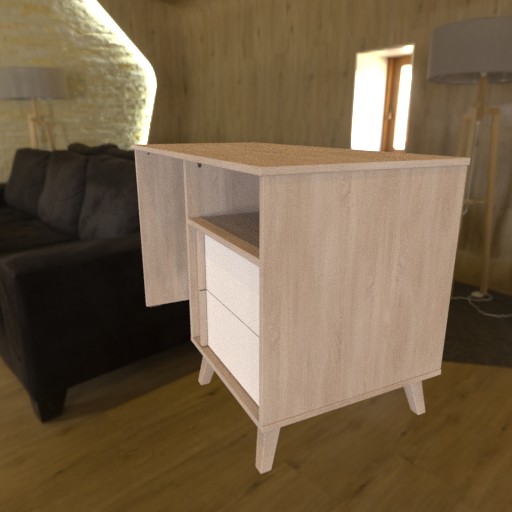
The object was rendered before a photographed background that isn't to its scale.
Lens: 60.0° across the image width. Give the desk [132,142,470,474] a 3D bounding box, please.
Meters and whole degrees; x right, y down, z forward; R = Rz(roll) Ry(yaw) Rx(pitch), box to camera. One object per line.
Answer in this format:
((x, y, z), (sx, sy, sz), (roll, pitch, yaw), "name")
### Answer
((0.000, 0.000, 1.645), (0.600, 0.770, 1.251), (-8, 18, -25), "desk")
